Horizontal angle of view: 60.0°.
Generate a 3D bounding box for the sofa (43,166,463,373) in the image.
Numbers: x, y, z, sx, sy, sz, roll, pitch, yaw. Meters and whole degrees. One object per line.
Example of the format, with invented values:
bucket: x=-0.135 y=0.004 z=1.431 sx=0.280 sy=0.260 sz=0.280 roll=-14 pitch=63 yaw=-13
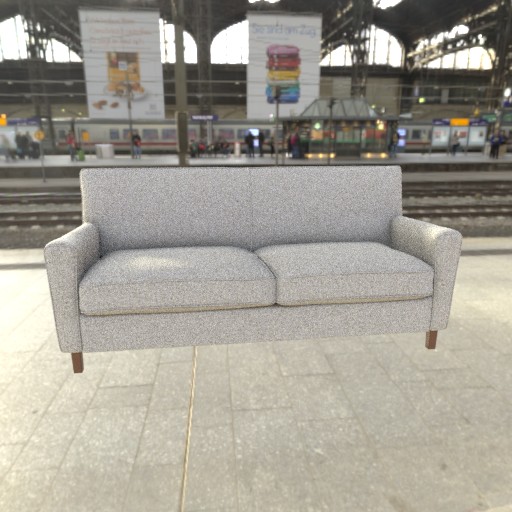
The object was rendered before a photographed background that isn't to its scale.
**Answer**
sofa: x=0.000 y=0.000 z=2.494 sx=2.026 sy=0.942 sz=0.854 roll=-2 pitch=15 yaw=-8
